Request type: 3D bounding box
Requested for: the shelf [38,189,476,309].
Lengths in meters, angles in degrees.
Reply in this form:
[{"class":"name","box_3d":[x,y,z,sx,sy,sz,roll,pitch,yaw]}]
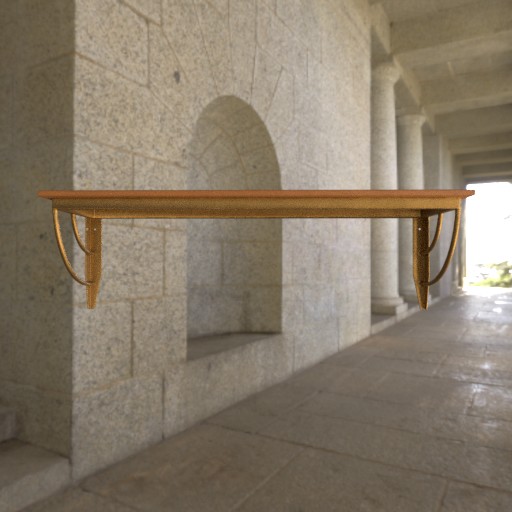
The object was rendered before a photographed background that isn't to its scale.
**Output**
[{"class":"shelf","box_3d":[0.000,0.000,0.725,0.636,0.190,0.166,0,-1,1]}]
